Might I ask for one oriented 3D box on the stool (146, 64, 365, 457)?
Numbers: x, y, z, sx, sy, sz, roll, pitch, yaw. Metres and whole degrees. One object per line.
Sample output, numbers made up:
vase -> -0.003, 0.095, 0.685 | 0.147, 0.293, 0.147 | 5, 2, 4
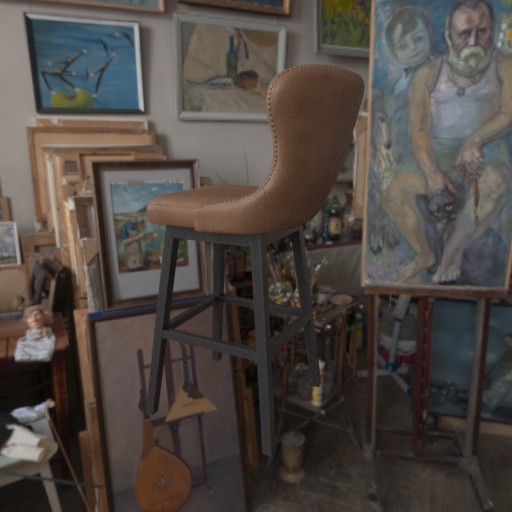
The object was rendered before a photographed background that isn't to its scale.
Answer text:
stool -> 0.000, 0.000, 1.398 | 0.601, 1.050, 0.528 | 7, 17, 26
